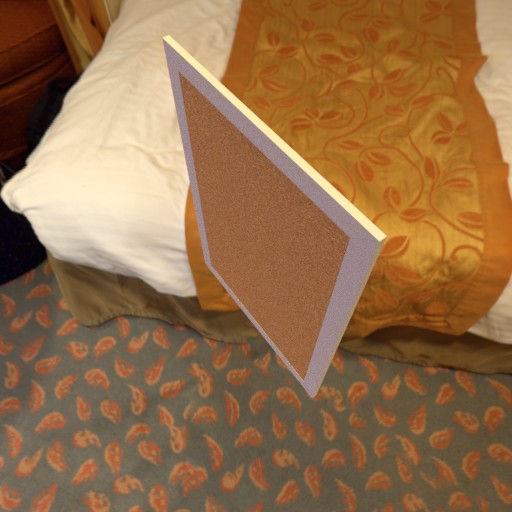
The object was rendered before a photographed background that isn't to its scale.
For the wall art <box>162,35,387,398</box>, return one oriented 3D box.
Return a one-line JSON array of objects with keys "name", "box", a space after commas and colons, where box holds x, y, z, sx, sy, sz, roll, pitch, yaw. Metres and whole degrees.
[{"name": "wall art", "box": [0.000, 0.000, 0.846, 0.011, 0.659, 0.454, -32, 64, -18]}]
